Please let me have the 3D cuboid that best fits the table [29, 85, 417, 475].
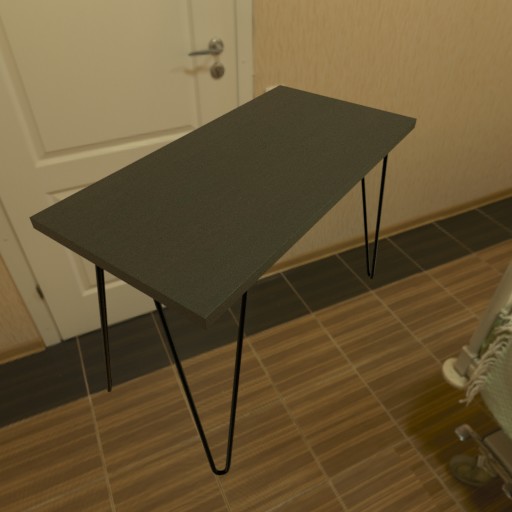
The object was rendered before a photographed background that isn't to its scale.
[{"bbox_3d":[0.000,0.000,1.370,0.499,0.660,0.991,25,46,26],"label":"table"}]
